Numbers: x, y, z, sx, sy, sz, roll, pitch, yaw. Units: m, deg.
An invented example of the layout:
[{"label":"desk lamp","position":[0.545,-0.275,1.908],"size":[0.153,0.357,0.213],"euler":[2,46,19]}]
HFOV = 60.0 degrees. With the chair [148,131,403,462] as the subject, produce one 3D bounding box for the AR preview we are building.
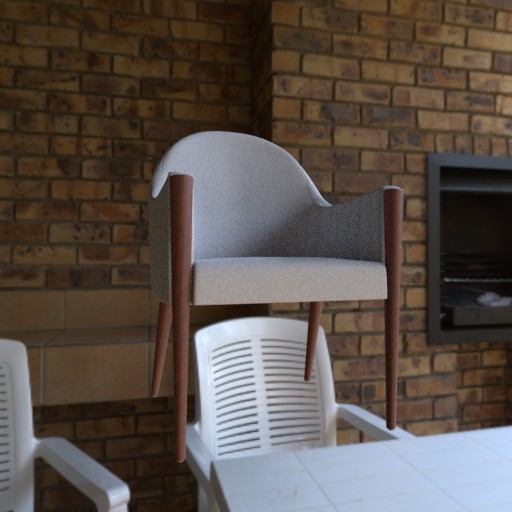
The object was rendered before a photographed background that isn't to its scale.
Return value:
[{"label":"chair","position":[0.000,0.000,1.303],"size":[0.610,0.889,0.620],"euler":[0,-1,-19]}]
